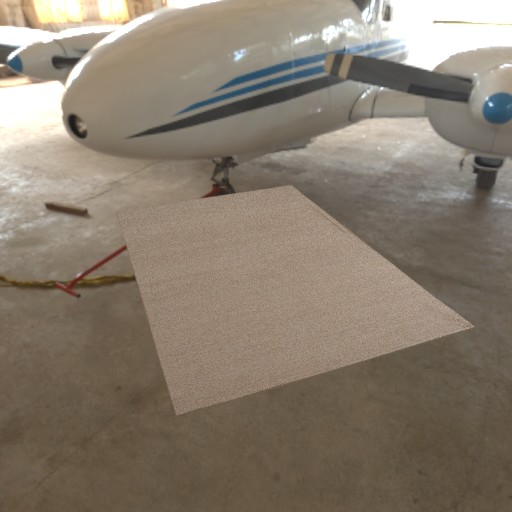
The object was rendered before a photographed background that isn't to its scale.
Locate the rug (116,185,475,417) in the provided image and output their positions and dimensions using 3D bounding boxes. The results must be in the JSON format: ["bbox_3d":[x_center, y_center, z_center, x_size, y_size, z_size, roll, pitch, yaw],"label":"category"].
[{"bbox_3d":[0.000,0.000,3.798,2.032,0.038,2.869,-11,32,-18],"label":"rug"}]
